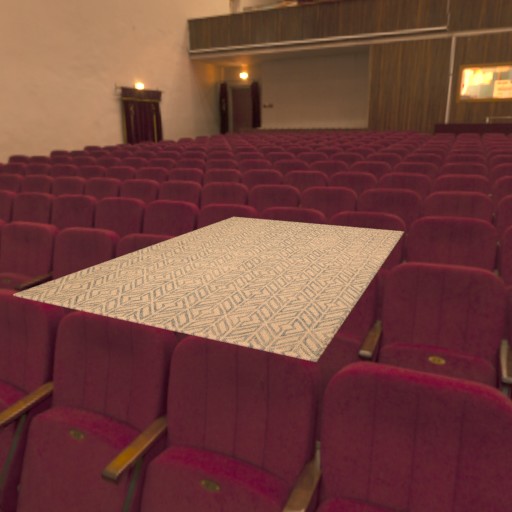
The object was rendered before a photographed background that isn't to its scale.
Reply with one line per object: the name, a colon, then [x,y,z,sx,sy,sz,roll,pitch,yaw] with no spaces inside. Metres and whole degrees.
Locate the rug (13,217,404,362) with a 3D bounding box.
rug: [0.000,0.000,2.262,1.220,0.008,1.824,7,17,24]
